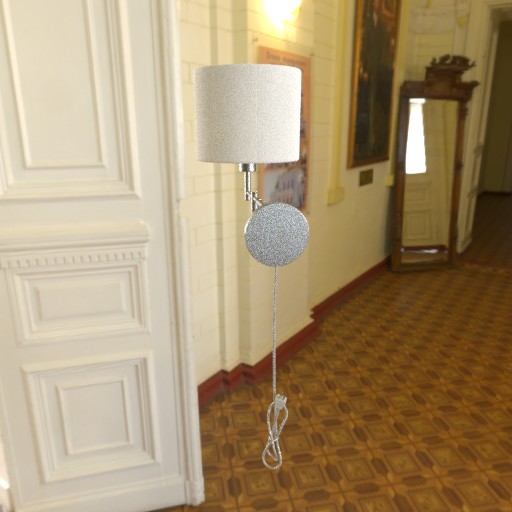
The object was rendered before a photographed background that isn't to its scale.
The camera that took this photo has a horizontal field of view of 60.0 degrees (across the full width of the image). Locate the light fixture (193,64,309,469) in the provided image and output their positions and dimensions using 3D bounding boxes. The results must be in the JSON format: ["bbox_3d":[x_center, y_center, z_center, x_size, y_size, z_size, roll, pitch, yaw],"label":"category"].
[{"bbox_3d":[0.000,0.000,1.053,0.253,0.842,0.479,-3,16,-10],"label":"light fixture"}]
